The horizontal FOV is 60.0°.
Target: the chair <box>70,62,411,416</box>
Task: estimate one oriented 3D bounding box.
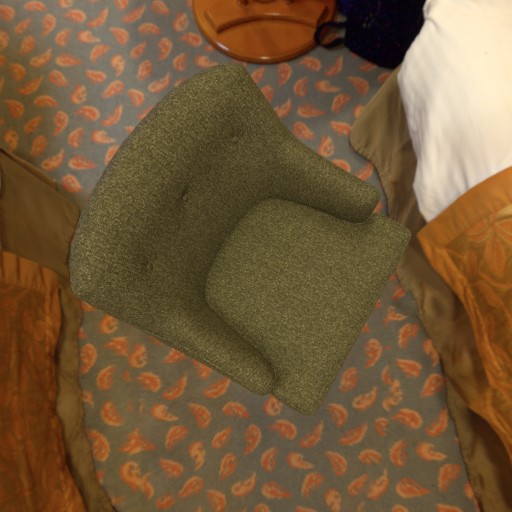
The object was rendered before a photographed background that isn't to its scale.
[{"bbox_3d":[0.000,0.000,1.613,0.923,0.856,0.864,30,78,7],"label":"chair"}]
